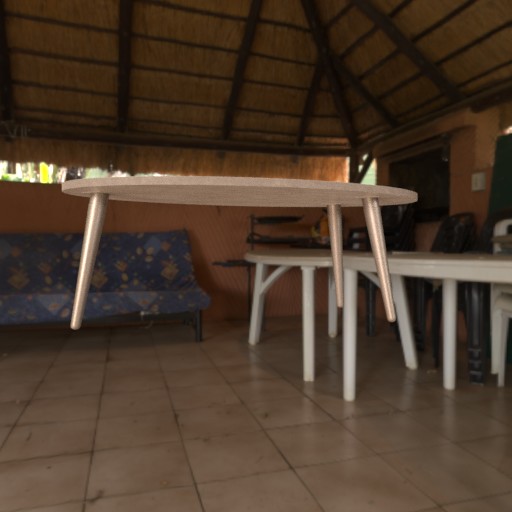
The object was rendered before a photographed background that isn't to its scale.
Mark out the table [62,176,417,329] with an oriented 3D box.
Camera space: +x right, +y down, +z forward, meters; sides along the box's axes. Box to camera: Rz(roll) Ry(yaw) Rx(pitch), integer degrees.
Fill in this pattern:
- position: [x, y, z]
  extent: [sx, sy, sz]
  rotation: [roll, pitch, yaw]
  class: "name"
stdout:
- position: [0.000, 0.000, 1.349]
  extent: [1.083, 0.390, 0.542]
  rotation: [0, 2, -18]
  class: "table"
